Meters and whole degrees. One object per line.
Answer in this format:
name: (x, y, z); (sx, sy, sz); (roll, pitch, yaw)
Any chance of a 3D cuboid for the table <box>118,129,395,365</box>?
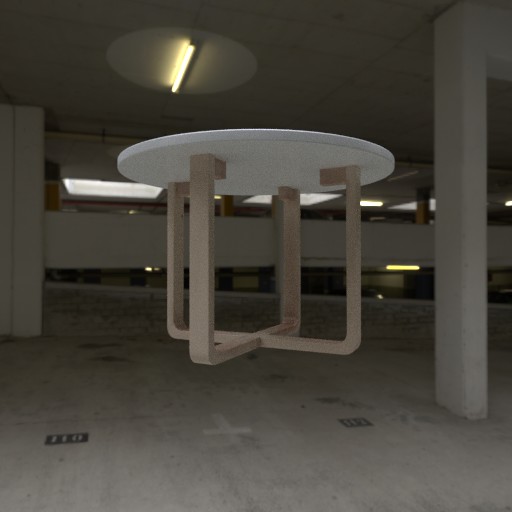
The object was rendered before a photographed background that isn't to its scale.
table: (0.000, 0.000, 1.005); (0.600, 0.400, 0.600); (0, -1, 0)
